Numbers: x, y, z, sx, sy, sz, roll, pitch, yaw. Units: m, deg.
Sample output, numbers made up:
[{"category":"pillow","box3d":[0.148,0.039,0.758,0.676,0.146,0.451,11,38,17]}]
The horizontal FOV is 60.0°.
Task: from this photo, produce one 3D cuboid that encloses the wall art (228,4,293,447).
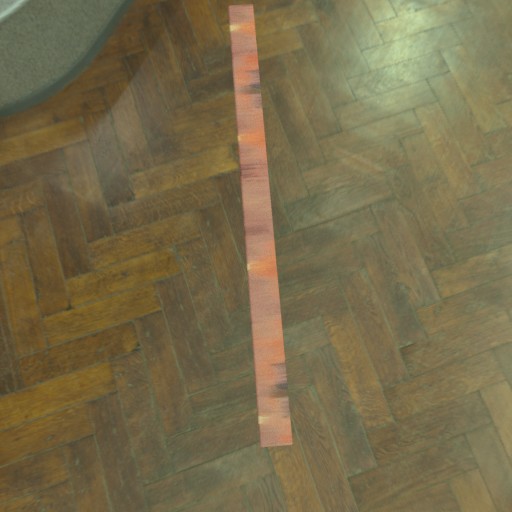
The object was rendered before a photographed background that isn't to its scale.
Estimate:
[{"category":"wall art","box3d":[0.000,0.000,0.866,0.037,0.609,0.603,-4,75,-1]}]
